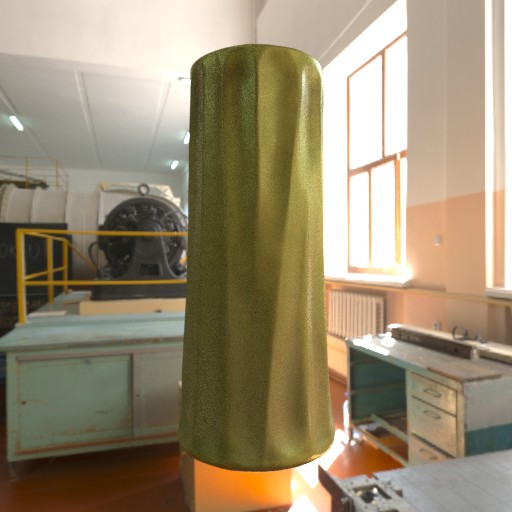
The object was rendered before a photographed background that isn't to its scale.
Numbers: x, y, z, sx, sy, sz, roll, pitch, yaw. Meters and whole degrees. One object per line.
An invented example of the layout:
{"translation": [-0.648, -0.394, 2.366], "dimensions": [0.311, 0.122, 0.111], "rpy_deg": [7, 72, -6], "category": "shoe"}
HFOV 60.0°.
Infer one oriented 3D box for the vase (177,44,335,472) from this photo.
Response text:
{"translation": [0.000, 0.000, 0.174], "dimensions": [0.061, 0.143, 0.061], "rpy_deg": [0, 0, 0], "category": "vase"}
